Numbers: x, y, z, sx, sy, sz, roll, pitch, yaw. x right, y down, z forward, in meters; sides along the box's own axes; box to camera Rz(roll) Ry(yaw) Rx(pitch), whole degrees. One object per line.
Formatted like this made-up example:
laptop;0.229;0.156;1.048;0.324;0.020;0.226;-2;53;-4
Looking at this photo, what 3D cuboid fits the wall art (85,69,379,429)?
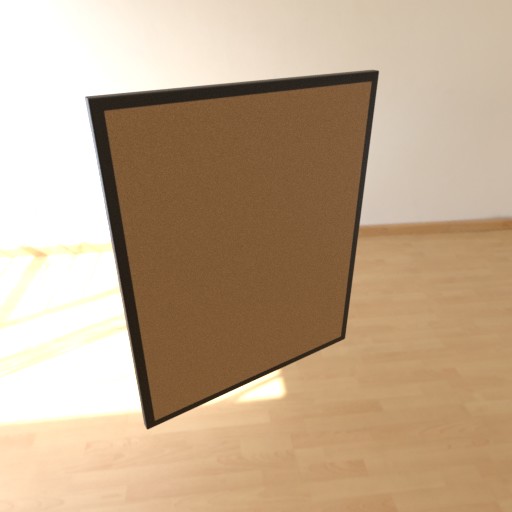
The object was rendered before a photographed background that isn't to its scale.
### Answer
wall art;0.000;0.000;0.786;0.481;0.582;0.018;-17;34;-27
